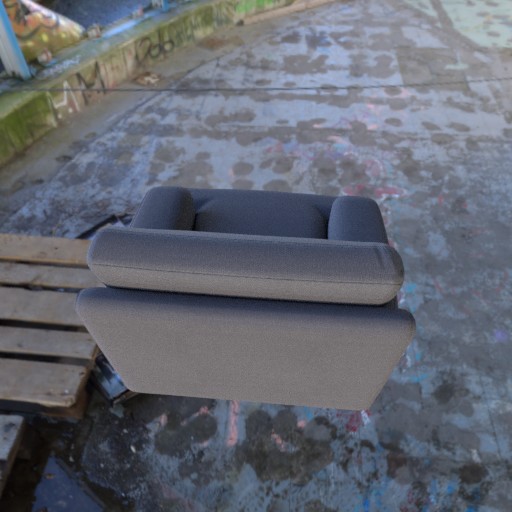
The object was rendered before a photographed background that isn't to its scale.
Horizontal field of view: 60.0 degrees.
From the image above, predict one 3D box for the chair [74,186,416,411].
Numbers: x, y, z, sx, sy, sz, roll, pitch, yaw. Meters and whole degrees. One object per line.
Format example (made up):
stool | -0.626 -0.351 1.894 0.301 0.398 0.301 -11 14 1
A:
chair | 0.000 0.000 1.997 1.168 0.940 1.143 4 48 3
